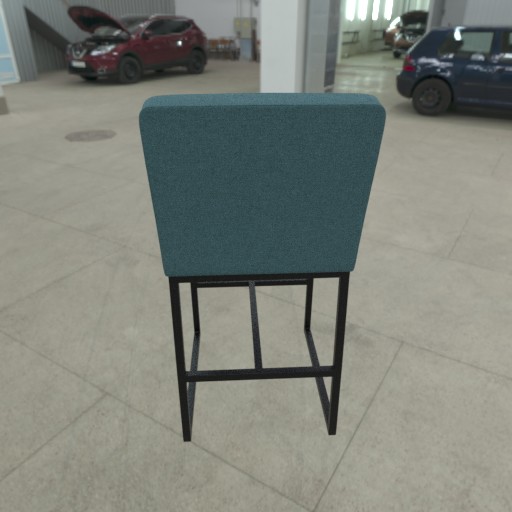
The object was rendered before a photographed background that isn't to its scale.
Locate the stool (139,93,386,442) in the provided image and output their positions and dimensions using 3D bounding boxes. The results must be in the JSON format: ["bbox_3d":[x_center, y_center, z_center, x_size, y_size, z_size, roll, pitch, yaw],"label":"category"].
[{"bbox_3d":[0.000,0.000,1.249,0.460,0.940,0.560,-1,29,-3],"label":"stool"}]
